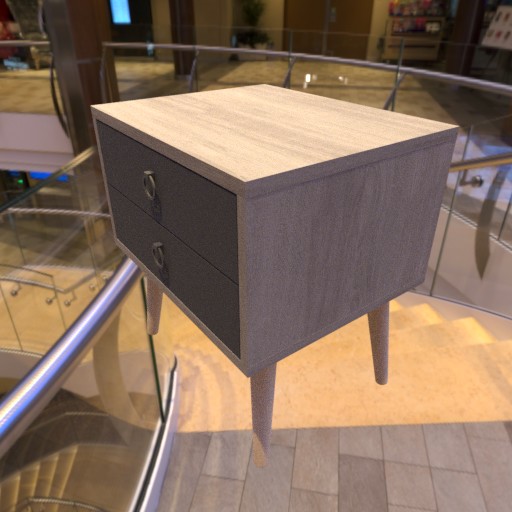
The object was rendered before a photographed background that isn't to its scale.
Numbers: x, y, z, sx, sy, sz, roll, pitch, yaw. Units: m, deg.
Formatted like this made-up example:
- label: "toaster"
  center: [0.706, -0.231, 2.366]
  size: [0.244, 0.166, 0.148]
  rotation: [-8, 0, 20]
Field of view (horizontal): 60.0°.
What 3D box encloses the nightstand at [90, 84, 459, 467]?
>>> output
- label: "nightstand"
  center: [0.000, 0.000, 0.808]
  size: [0.380, 0.500, 0.450]
  rotation: [-20, 36, -31]
